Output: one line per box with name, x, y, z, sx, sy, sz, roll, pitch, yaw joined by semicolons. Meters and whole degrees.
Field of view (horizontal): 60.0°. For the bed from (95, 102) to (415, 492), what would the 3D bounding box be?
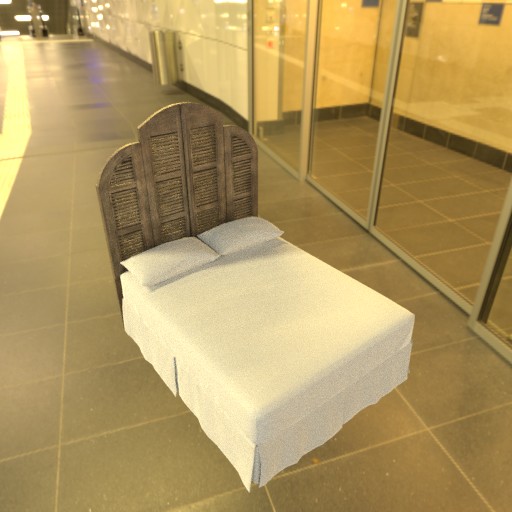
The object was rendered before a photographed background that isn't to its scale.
bed;0.000;0.000;3.508;1.713;2.019;2.138;-22;37;-32
